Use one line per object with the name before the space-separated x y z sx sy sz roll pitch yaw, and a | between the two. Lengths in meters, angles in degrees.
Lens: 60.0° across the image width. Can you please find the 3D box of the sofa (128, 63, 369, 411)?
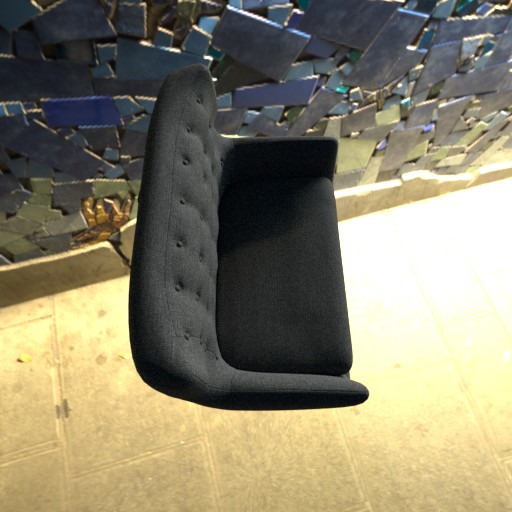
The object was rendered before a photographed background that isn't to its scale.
sofa | 0.000 0.000 2.030 0.874 1.028 1.358 -1 63 0
